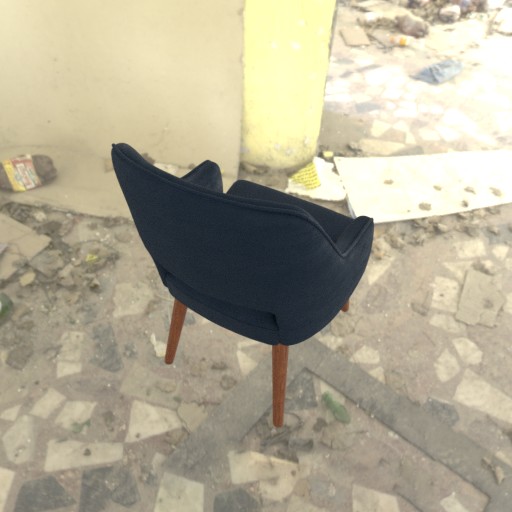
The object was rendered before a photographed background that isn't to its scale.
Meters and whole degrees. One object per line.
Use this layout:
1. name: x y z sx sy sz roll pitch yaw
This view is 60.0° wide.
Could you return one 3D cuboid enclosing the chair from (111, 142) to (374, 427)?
1. chair: 0.000 0.000 1.241 0.559 0.844 0.591 23 50 21
